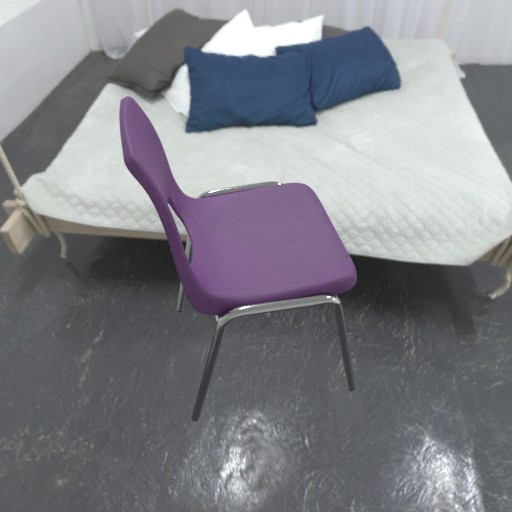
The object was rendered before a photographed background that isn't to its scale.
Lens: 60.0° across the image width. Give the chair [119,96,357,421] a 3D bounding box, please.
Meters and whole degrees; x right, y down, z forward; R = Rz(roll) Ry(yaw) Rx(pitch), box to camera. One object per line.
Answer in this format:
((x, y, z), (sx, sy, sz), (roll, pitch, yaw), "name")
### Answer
((0.000, 0.000, 0.966), (0.432, 0.704, 0.381), (-10, 47, -9), "chair")
